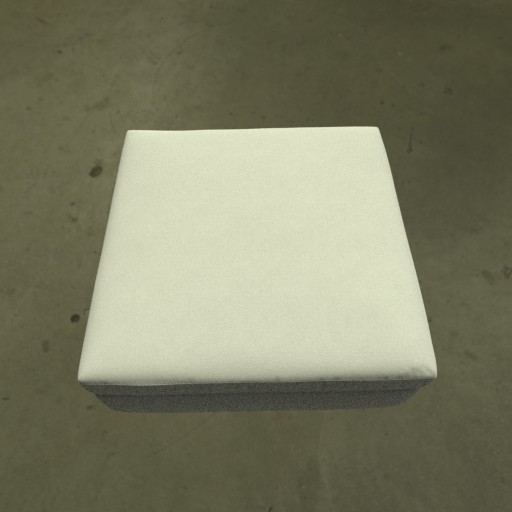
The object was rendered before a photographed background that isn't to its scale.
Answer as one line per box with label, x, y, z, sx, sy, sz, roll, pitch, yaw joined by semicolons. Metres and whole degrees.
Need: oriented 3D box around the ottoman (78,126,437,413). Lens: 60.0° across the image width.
ottoman;0.000;0.000;1.817;1.163;0.482;1.167;-1;58;-1
